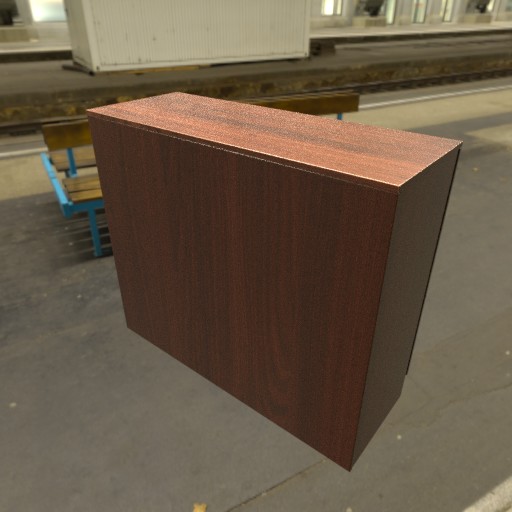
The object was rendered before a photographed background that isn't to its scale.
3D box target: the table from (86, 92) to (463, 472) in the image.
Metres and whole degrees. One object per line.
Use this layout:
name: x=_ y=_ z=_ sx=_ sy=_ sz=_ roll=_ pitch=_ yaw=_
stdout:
table: x=0.000 y=0.000 z=1.328 sx=0.930 sy=0.790 sz=0.380 roll=22 pitch=37 yaw=33
